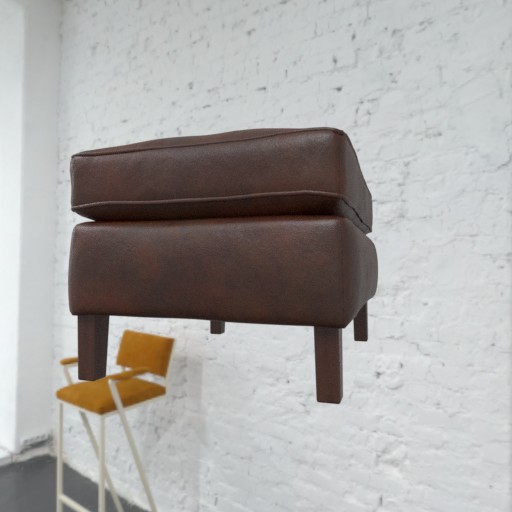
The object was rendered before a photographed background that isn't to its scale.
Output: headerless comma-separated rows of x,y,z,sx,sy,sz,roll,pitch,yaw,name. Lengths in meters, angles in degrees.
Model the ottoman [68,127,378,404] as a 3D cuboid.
0.000,0.000,0.971,0.501,0.432,0.665,-1,-2,18,ottoman
